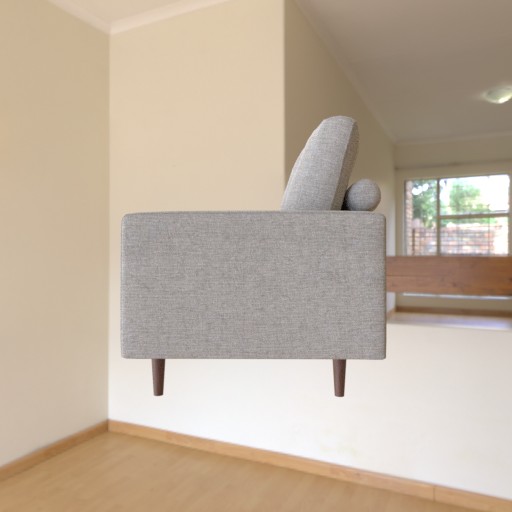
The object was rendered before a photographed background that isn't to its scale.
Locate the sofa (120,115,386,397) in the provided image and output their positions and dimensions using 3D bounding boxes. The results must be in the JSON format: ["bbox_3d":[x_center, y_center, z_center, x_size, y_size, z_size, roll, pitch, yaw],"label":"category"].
[{"bbox_3d":[0.000,0.000,1.986,0.842,0.907,1.407,0,0,1],"label":"sofa"}]
